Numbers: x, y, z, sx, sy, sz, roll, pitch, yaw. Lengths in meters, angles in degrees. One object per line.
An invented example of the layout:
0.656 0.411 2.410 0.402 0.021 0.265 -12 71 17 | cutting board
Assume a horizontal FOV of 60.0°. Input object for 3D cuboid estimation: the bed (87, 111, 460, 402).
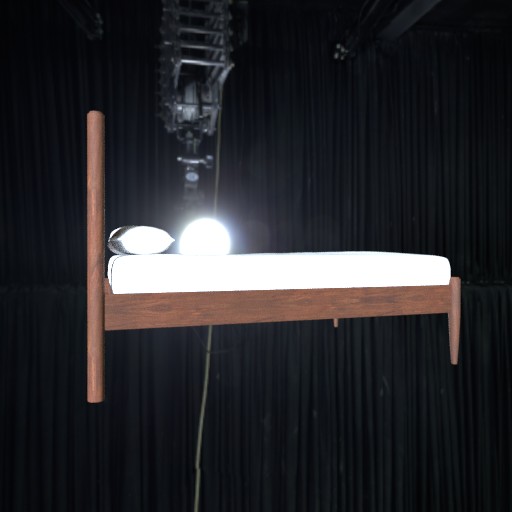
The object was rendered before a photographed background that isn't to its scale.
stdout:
0.000 0.000 3.016 2.093 1.304 1.509 0 0 -19 | bed
